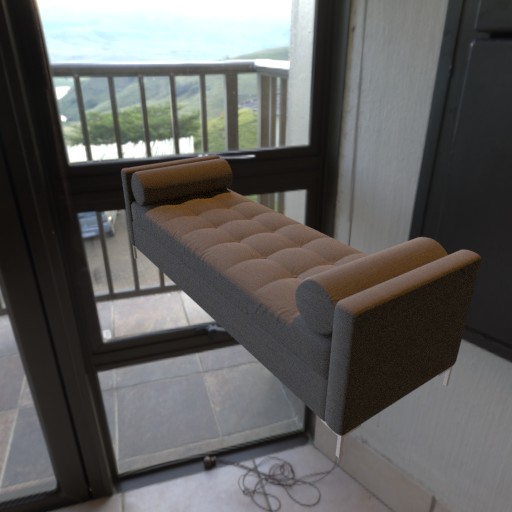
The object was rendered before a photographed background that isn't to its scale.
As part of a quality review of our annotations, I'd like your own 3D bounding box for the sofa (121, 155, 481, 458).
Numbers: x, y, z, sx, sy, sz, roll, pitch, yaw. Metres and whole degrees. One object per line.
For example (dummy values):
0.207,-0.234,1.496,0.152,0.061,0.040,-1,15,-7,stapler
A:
0.000,0.000,2.330,0.686,0.635,1.981,-17,31,-31,sofa
